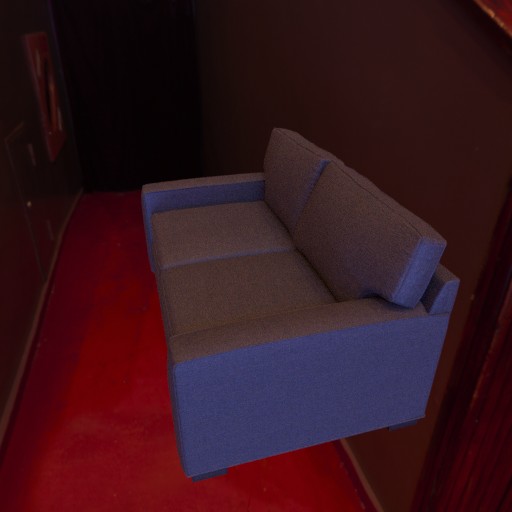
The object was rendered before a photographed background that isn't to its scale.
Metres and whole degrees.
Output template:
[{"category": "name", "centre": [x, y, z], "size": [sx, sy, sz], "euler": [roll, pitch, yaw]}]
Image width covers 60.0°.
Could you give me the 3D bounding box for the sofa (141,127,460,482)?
[{"category": "sofa", "centre": [0.000, 0.000, 2.096], "size": [0.974, 0.887, 1.534], "euler": [-8, 31, -14]}]
